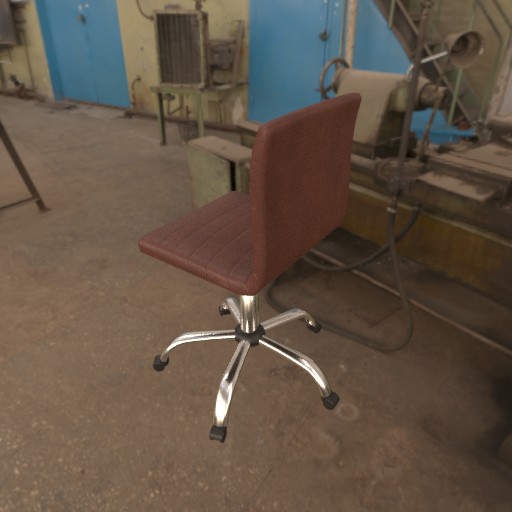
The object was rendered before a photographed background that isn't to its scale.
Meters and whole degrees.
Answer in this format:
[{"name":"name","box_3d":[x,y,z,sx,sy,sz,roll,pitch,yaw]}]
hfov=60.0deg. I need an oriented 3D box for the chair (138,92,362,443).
[{"name":"chair","box_3d":[0.000,0.000,1.134,0.530,0.780,0.556,19,35,30]}]
